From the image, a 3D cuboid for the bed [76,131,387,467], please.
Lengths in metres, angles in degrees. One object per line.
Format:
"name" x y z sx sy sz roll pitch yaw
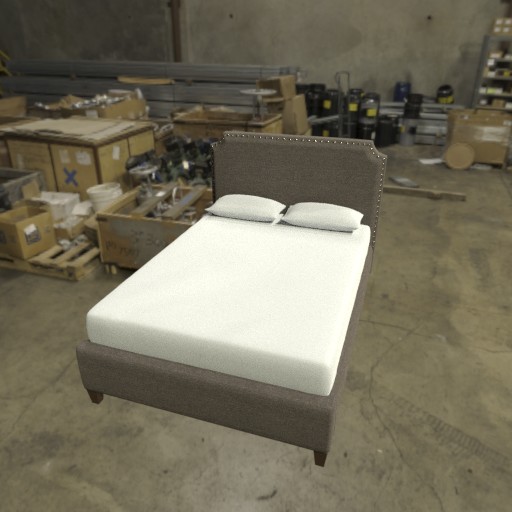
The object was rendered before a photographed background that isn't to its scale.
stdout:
"bed" 0.000 0.000 3.513 1.713 1.457 2.381 8 27 17
